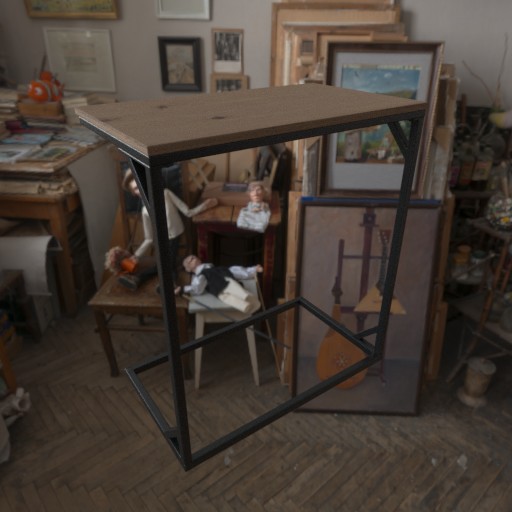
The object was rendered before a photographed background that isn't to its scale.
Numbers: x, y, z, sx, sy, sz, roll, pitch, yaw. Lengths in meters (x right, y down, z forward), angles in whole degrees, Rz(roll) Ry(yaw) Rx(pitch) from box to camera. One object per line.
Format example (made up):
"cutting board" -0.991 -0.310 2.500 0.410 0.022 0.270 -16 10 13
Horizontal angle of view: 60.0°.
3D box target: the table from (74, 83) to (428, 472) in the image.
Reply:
"table" 0.000 0.000 1.025 0.597 0.673 0.351 -18 34 -30
